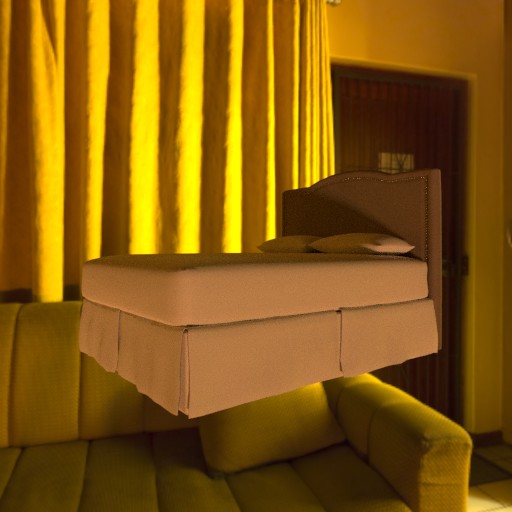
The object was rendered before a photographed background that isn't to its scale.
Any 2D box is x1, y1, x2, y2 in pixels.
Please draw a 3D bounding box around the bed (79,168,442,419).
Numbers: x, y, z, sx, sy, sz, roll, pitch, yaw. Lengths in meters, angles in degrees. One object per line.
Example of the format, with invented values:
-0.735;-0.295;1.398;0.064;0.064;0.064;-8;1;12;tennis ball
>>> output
0.000;0.000;3.234;2.128;1.441;1.744;-1;1;-37;bed
